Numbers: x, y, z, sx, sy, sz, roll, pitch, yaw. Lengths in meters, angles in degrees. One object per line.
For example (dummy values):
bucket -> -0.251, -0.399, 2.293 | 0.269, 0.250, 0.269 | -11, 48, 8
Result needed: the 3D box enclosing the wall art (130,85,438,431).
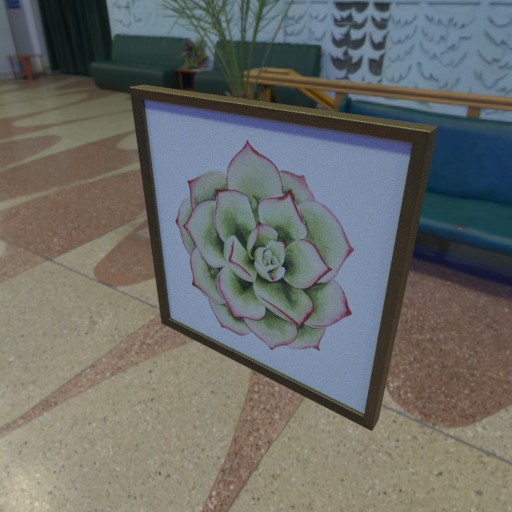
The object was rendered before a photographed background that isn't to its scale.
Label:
wall art -> 0.000, 0.000, 0.761 | 0.503, 0.506, 0.031 | 19, 35, 30
